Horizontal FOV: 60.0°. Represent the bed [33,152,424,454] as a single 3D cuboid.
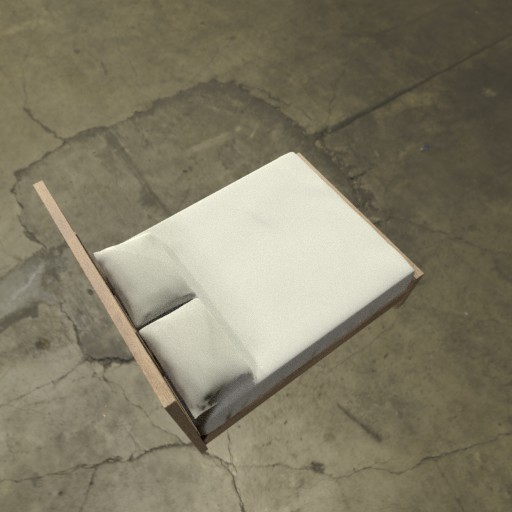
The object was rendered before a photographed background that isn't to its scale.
[{"bbox_3d":[0.000,0.000,3.389,2.197,1.626,1.626,-32,64,-17],"label":"bed"}]
